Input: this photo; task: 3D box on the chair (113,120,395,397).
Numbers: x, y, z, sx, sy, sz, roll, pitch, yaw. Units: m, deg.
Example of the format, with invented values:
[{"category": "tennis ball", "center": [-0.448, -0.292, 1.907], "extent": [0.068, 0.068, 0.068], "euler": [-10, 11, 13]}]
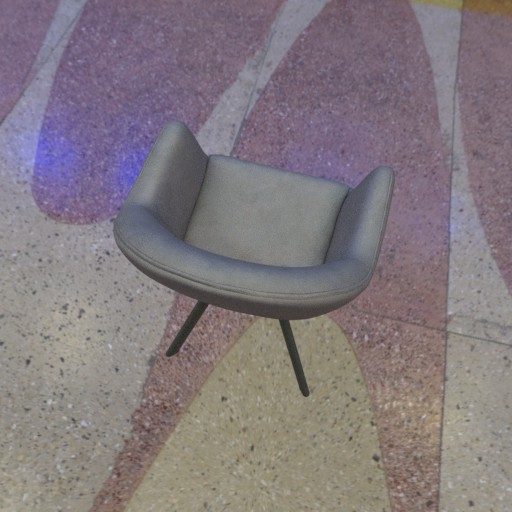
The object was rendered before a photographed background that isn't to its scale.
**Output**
[{"category": "chair", "center": [0.000, 0.000, 1.174], "extent": [0.567, 0.781, 0.544], "euler": [14, 64, 7]}]
